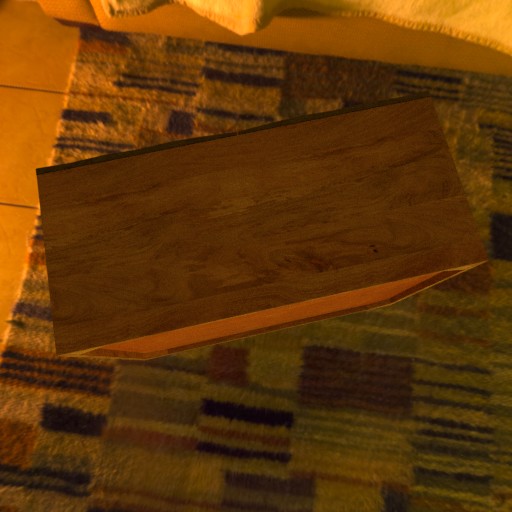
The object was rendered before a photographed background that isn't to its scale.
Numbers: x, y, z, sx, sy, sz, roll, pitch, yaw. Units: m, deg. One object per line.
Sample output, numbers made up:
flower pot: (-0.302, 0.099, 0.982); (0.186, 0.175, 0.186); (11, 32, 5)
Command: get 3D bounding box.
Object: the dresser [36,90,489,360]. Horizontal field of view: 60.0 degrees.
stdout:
dresser: (0.000, 0.000, 1.416); (0.967, 0.847, 0.446); (-12, 76, -3)
